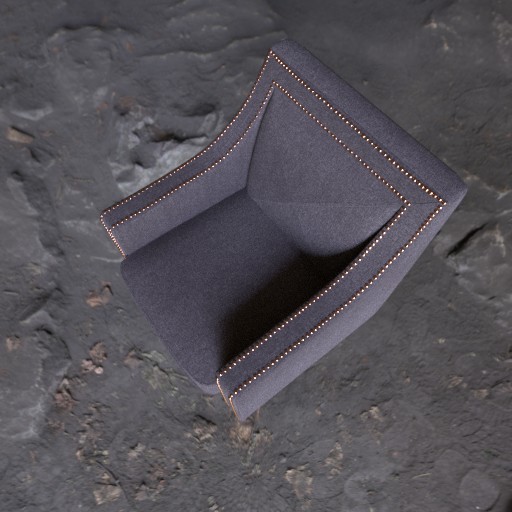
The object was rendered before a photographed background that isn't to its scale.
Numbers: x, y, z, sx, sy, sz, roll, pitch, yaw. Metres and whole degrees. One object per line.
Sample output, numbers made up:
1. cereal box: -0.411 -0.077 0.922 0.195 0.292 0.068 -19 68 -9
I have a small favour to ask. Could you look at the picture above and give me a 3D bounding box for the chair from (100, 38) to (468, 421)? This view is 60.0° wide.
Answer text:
1. chair: 0.000 0.000 1.614 0.884 0.967 0.776 -35 68 -16
